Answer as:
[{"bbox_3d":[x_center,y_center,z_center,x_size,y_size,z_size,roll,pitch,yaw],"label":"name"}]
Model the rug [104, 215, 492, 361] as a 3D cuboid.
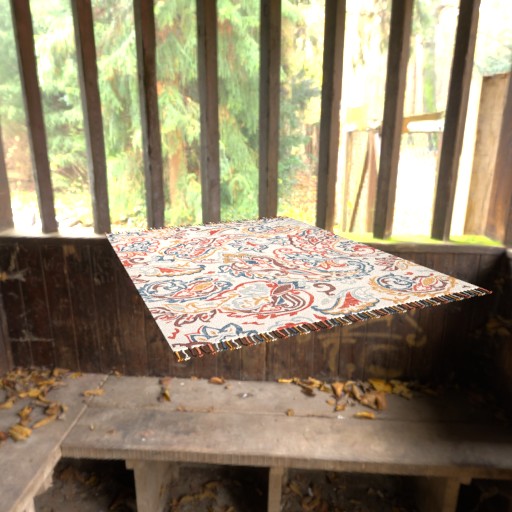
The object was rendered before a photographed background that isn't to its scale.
[{"bbox_3d":[0.000,0.000,4.300,2.439,0.015,3.274,-7,18,-24],"label":"rug"}]
